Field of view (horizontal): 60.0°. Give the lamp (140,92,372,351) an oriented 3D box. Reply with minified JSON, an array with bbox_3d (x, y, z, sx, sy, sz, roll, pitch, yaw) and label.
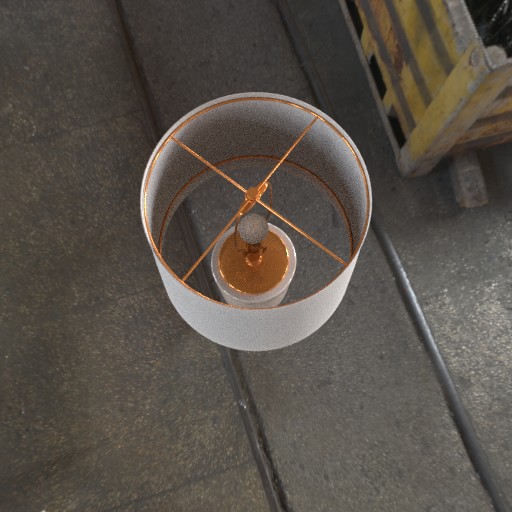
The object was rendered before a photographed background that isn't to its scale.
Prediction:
[{"bbox_3d":[0.000,0.000,0.450,0.189,0.340,0.189,0,77,0],"label":"lamp"}]
